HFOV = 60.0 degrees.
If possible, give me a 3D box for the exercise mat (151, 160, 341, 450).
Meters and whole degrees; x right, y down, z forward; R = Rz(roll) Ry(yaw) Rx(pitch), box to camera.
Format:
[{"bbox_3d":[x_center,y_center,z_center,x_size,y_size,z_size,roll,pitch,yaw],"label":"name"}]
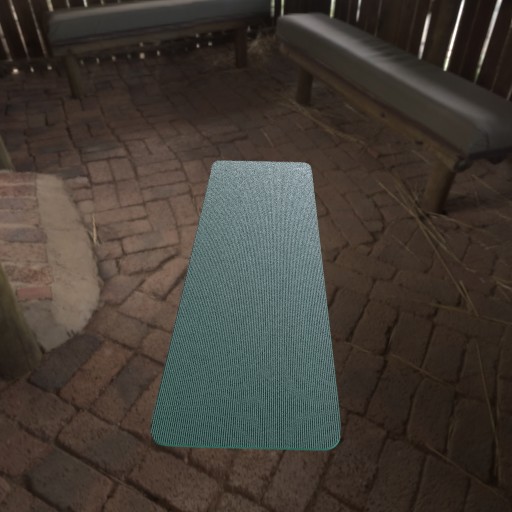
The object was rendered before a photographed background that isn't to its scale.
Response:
[{"bbox_3d":[0.000,0.000,2.101,0.616,0.021,1.869,1,40,2],"label":"exercise mat"}]
